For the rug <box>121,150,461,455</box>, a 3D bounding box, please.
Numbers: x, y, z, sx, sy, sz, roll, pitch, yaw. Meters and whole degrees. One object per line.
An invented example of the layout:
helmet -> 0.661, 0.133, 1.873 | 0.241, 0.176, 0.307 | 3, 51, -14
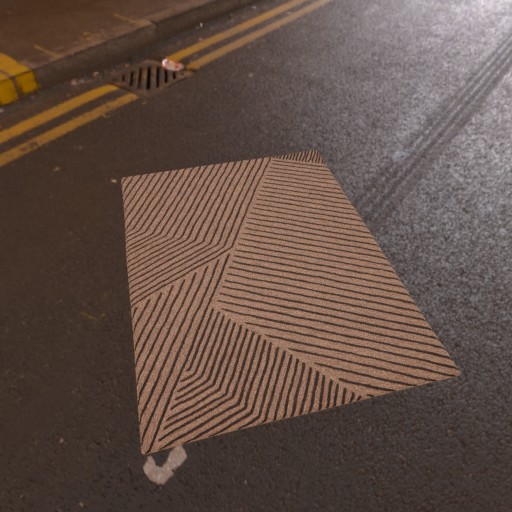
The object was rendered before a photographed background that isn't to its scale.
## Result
rug -> 0.000, 0.000, 3.231 | 1.829, 0.028, 2.449 | -10, 47, -10
